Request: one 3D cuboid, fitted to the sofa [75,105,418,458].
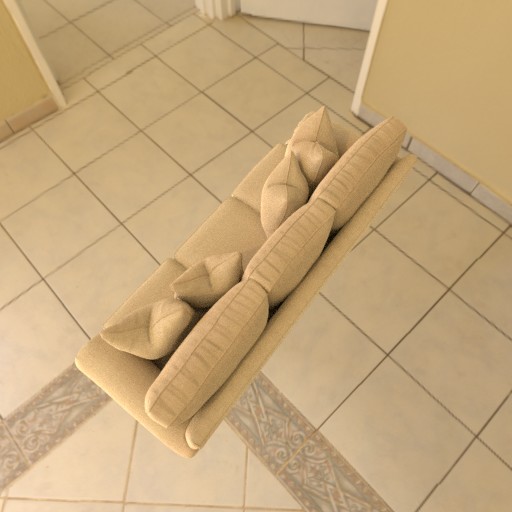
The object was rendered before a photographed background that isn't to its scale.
[{"bbox_3d":[0.000,0.000,2.788,0.965,0.975,2.312,34,67,16],"label":"sofa"}]
